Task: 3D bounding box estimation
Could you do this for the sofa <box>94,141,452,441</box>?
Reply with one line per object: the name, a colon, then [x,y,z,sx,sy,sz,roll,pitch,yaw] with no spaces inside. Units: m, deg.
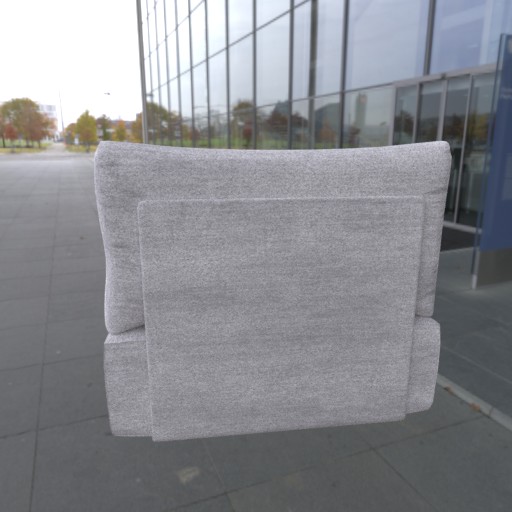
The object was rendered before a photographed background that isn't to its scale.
sofa: [0.000,0.000,1.640,0.930,0.820,1.000,-2,14,-8]
